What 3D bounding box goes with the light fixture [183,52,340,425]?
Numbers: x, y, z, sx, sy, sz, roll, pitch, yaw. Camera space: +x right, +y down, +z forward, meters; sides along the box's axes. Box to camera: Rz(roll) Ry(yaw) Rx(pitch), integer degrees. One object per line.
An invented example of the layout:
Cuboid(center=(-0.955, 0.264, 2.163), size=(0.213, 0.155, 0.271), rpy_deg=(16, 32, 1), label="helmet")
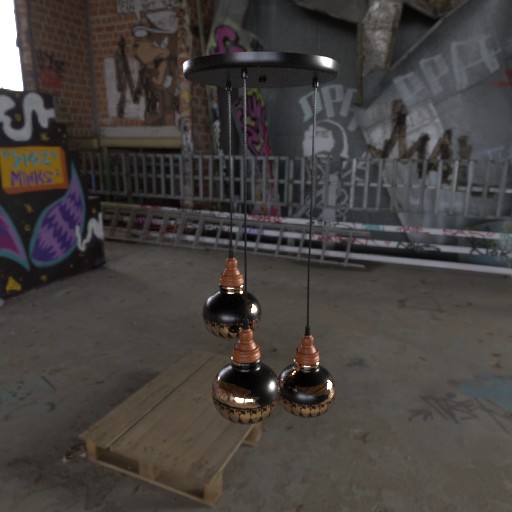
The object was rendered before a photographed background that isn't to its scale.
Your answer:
Cuboid(center=(0.000, 0.000, 1.785), size=(0.605, 1.410, 0.608), rpy_deg=(13, 19, 43), label="light fixture")
